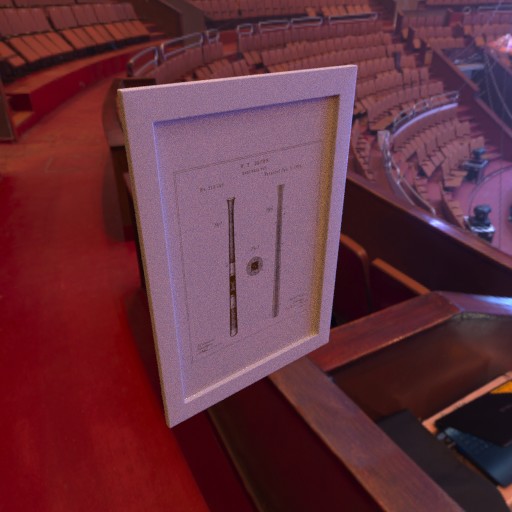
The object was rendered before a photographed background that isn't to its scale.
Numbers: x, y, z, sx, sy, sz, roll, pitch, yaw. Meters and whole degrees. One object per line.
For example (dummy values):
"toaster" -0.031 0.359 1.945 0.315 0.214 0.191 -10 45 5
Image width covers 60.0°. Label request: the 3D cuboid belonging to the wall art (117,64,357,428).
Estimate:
"wall art" 0.000 0.000 0.633 0.329 0.482 0.011 -20 35 -31
